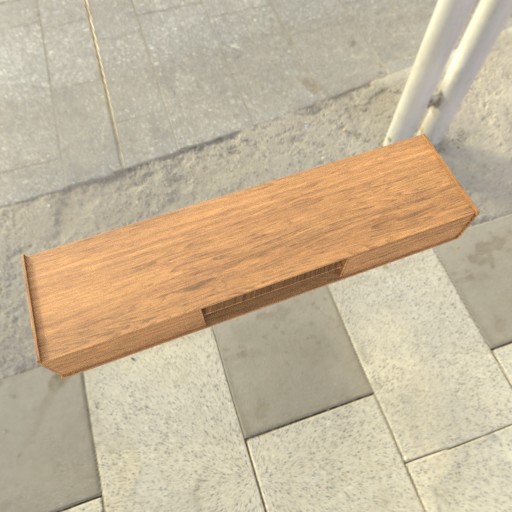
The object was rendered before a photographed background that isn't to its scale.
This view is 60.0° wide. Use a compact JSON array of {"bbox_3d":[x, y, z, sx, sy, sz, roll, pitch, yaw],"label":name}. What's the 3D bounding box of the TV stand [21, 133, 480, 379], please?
[{"bbox_3d":[0.000,0.000,1.965,1.796,0.415,0.467,-19,65,-9],"label":"TV stand"}]
